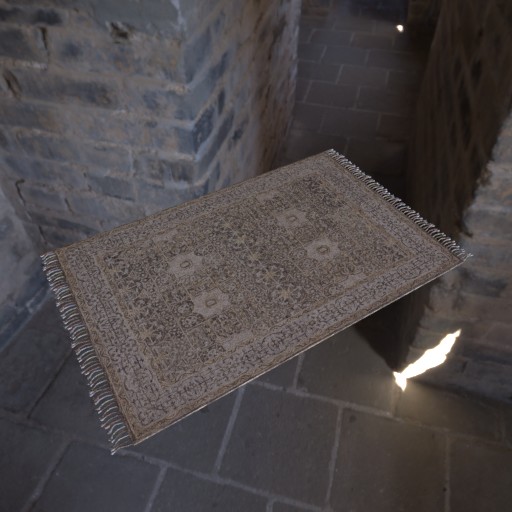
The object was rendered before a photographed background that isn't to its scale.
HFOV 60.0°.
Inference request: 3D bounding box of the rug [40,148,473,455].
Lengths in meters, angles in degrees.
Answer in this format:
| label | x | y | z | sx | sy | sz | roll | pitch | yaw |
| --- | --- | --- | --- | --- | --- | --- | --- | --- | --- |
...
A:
| label | x | y | z | sx | sy | sz | roll | pitch | yaw |
| --- | --- | --- | --- | --- | --- | --- | --- | --- | --- |
| rug | 0.000 | 0.000 | 2.410 | 2.029 | 0.010 | 1.237 | -24 | 51 | -21 |
